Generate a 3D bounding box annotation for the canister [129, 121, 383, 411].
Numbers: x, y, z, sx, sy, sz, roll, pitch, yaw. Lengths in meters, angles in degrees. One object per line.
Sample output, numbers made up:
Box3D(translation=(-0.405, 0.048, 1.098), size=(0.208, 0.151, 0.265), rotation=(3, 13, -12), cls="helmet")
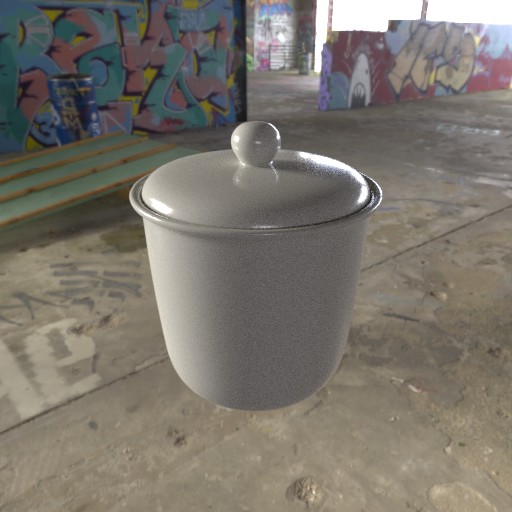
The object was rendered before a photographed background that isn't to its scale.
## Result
Box3D(translation=(0.000, 0.000, 0.354), size=(0.182, 0.208, 0.182), rotation=(0, 26, 0), cls="canister")
